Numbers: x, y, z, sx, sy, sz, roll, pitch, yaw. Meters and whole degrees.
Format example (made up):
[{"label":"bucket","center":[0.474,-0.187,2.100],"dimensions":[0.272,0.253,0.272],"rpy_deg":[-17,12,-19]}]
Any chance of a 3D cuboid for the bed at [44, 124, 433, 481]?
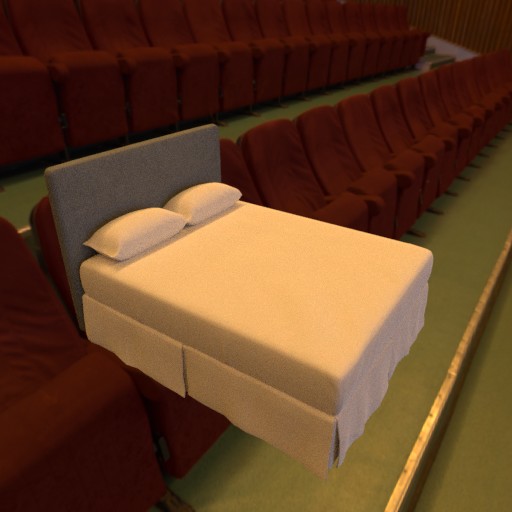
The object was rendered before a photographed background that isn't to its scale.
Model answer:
[{"label":"bed","center":[0.000,0.000,3.118],"dimensions":[2.142,1.330,1.713],"rpy_deg":[18,33,30]}]
